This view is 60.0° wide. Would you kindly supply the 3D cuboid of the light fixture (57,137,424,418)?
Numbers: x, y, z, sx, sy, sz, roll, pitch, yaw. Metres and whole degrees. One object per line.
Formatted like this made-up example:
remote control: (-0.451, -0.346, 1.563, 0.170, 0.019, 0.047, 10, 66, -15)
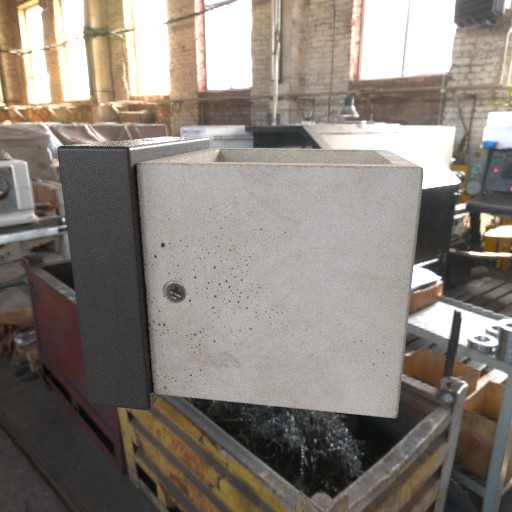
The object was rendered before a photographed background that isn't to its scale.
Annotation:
light fixture: (0.000, 0.000, 0.240, 0.143, 0.121, 0.121, 3, 17, 9)
